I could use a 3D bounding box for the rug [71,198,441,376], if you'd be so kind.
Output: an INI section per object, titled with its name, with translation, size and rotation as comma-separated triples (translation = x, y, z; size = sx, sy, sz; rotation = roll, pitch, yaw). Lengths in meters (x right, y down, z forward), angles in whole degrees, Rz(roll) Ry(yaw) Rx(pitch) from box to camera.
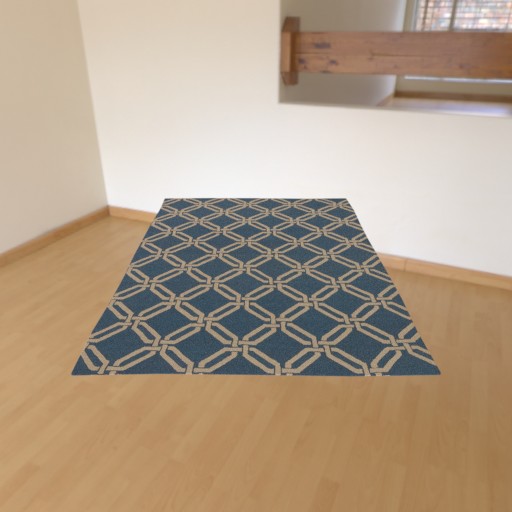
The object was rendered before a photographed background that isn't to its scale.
[rug]
translation = 0.000, 0.000, 2.744
size = 1.524, 0.013, 2.135
rotation = 0, 27, 0
